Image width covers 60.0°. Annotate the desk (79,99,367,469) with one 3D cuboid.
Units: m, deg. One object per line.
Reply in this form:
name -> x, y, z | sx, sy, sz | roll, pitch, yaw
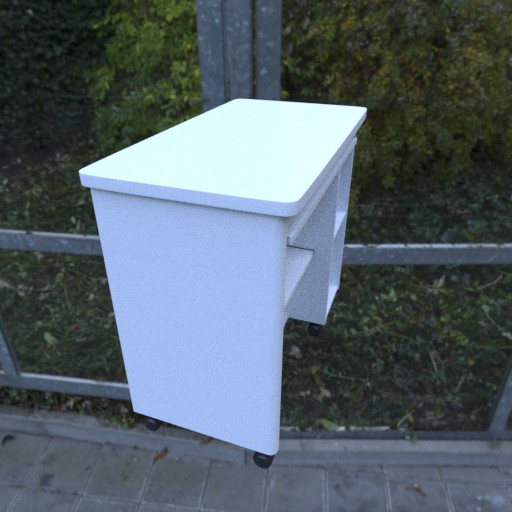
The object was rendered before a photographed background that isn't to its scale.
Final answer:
desk -> 0.000, 0.000, 1.375 | 0.475, 0.763, 0.877 | 10, 31, 18
